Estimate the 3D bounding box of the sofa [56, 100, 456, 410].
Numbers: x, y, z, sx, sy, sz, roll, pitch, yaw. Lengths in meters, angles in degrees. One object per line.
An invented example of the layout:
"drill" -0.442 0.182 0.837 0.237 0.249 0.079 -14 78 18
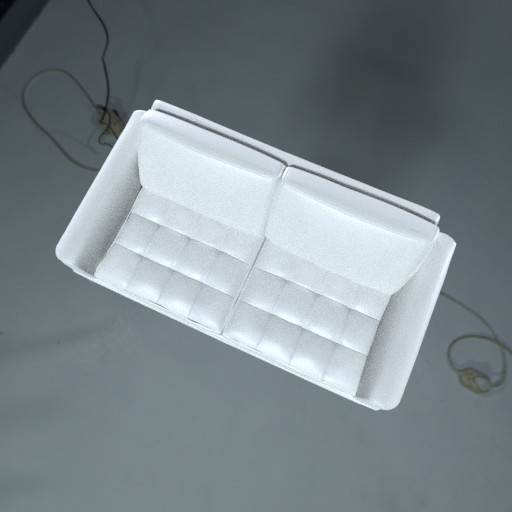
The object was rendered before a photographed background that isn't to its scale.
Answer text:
"sofa" 0.000 0.000 2.731 2.177 0.930 1.121 24 77 6
